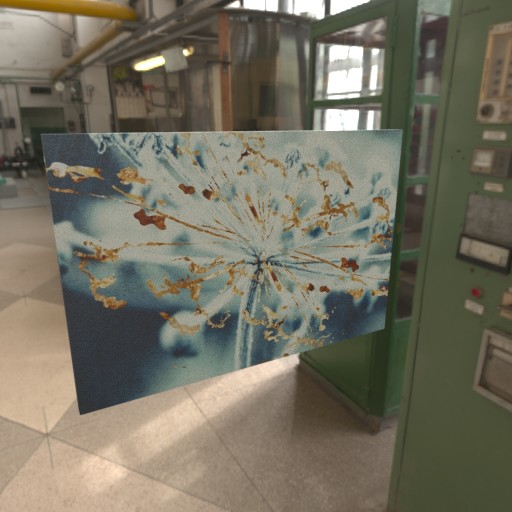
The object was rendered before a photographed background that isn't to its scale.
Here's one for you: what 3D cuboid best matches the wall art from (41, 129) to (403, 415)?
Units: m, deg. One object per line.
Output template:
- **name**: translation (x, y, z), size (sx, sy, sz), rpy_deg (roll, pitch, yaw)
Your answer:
- **wall art**: translation (0.000, 0.000, 1.403), size (1.138, 0.759, 0.035), rpy_deg (-9, 19, -27)
